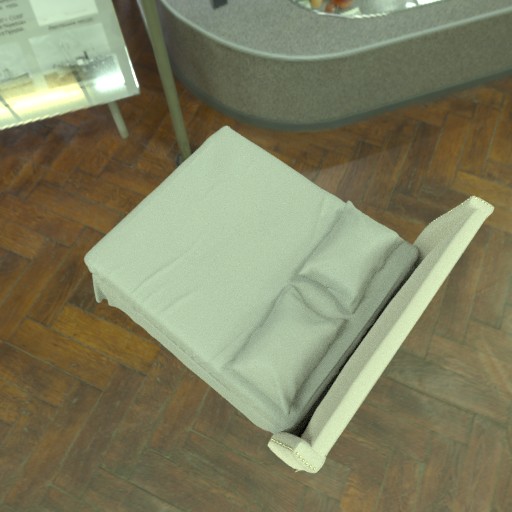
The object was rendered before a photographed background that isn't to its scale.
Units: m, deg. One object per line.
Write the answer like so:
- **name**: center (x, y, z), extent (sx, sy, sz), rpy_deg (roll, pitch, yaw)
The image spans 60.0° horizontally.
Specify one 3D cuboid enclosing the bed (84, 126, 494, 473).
- **bed**: center (0.000, 0.000, 3.289), extent (2.276, 1.332, 1.925), rpy_deg (36, 70, 15)
